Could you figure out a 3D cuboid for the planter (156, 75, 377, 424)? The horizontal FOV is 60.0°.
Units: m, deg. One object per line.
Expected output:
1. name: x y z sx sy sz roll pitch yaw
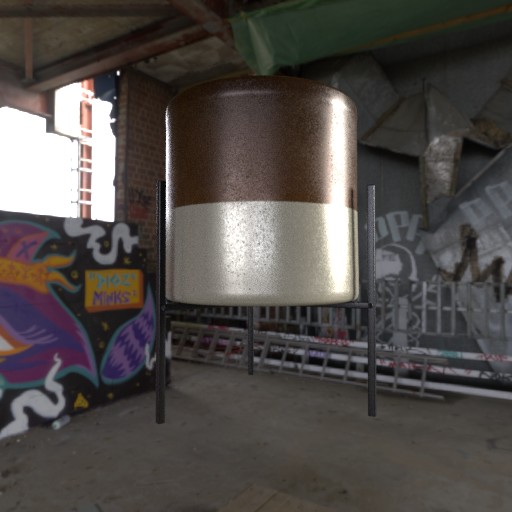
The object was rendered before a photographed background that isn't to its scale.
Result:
1. planter: 0.000 0.000 0.573 0.269 0.375 0.255 1 -2 -37
